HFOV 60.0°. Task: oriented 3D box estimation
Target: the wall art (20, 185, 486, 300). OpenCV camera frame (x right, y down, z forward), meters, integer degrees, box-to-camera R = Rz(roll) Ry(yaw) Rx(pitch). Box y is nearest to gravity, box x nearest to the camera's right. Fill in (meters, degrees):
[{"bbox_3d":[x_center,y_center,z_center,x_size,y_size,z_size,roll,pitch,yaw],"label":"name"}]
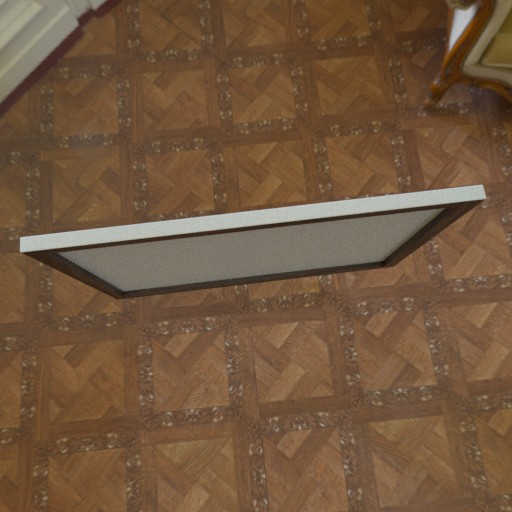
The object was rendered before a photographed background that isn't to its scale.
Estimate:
[{"bbox_3d":[0.000,0.000,1.932,1.520,1.016,0.051,-7,76,-2],"label":"wall art"}]
